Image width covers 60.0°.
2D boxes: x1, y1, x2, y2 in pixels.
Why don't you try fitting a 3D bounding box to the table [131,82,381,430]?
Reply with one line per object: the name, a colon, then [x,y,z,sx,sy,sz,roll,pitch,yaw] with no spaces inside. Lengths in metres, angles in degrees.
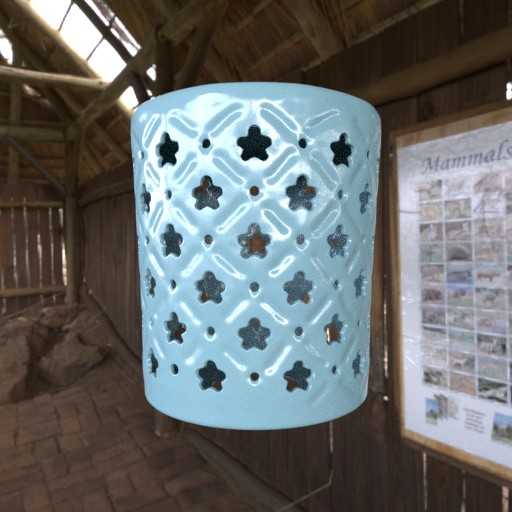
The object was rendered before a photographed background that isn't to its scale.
table: [0.000,0.000,0.646,0.352,0.387,0.352,0,1,0]
